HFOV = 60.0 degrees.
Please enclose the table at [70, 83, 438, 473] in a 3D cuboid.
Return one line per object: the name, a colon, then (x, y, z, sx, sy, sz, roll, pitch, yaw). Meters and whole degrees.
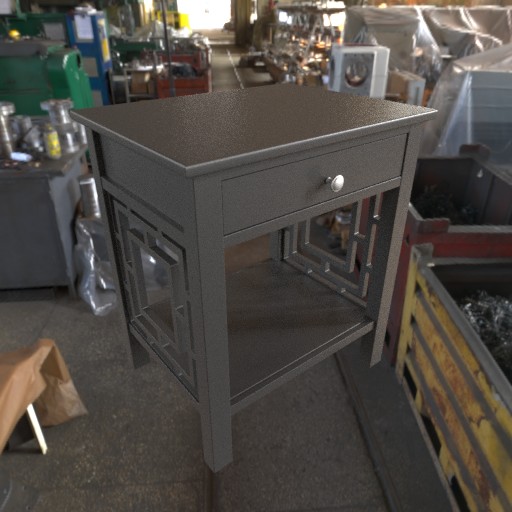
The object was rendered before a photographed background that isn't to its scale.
table: (0.000, 0.000, 1.013, 0.564, 0.646, 0.451, -21, 36, -33)
